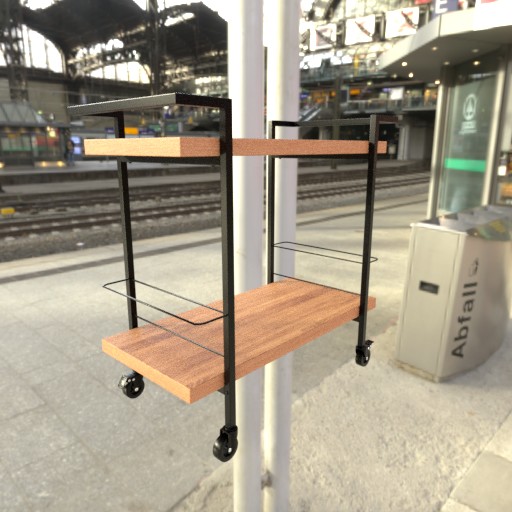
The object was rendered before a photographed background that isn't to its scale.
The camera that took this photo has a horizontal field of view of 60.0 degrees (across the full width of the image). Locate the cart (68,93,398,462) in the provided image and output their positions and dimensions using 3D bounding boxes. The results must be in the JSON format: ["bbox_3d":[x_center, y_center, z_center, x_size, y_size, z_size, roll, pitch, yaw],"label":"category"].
[{"bbox_3d":[0.000,0.000,1.234,0.406,0.762,0.806,12,19,41],"label":"cart"}]
